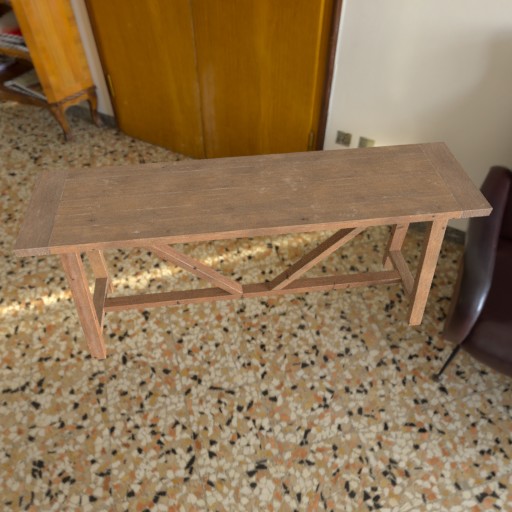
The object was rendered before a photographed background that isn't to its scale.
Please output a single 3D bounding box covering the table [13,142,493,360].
[{"bbox_3d":[0.000,0.000,2.105,1.800,0.810,0.465,-5,48,-5],"label":"table"}]
